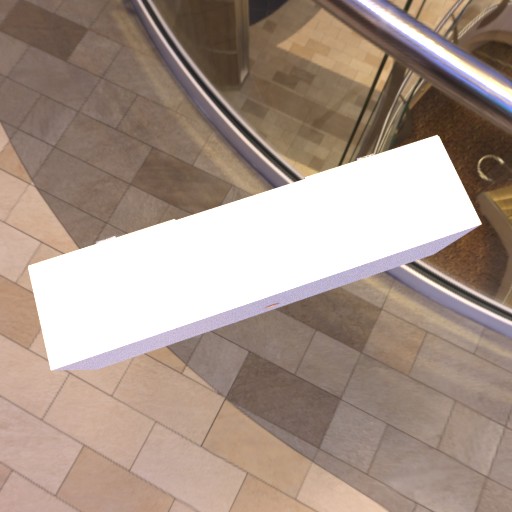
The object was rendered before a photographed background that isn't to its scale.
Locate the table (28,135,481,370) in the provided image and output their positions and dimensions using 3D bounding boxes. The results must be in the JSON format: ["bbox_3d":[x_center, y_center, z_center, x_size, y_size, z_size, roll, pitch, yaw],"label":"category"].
[{"bbox_3d":[0.000,0.000,1.766,1.550,0.440,0.400,-18,77,-5],"label":"table"}]
